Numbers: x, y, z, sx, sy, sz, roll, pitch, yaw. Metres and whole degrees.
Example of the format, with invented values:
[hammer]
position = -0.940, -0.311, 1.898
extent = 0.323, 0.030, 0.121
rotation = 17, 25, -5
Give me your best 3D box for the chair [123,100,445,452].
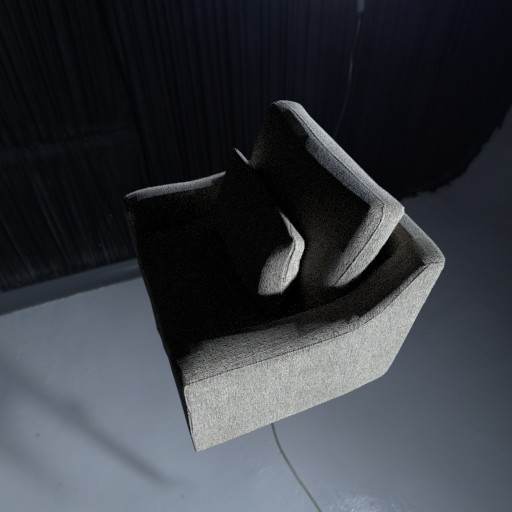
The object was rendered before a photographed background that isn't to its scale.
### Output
[chair]
position = 0.000, 0.000, 2.002
extent = 1.009, 1.037, 1.138
rotation = -16, 48, -15
